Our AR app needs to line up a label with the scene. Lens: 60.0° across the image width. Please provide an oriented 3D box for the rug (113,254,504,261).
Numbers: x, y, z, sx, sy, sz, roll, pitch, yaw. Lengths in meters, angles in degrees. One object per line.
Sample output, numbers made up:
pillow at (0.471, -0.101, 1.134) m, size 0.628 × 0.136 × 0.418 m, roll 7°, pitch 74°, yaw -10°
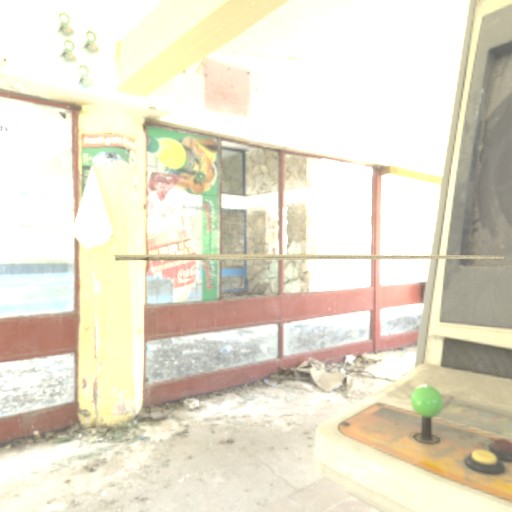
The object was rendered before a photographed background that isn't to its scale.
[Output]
rug at (0.000, 0.000, 3.961) m, size 2.420 × 0.019 × 3.038 m, roll 0°, pitch 0°, yaw -18°
